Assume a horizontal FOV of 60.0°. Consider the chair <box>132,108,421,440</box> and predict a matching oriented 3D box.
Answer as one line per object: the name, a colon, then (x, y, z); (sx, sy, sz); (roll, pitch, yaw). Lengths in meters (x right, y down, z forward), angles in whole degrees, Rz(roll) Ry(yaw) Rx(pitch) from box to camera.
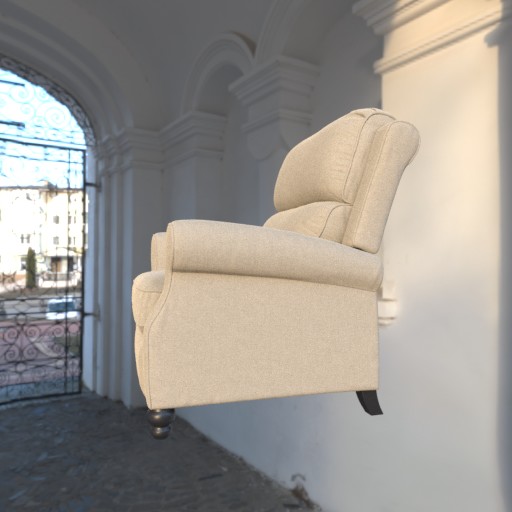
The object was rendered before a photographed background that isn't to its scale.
chair: (0.000, 0.000, 1.715); (0.919, 1.046, 0.859); (0, 0, -17)
